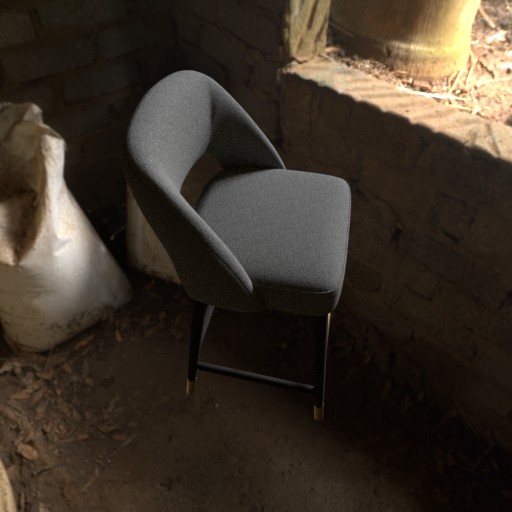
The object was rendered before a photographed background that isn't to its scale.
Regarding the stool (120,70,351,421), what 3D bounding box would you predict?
[{"bbox_3d":[0.000,0.000,1.271,0.524,0.925,0.536,8,46,8],"label":"stool"}]
